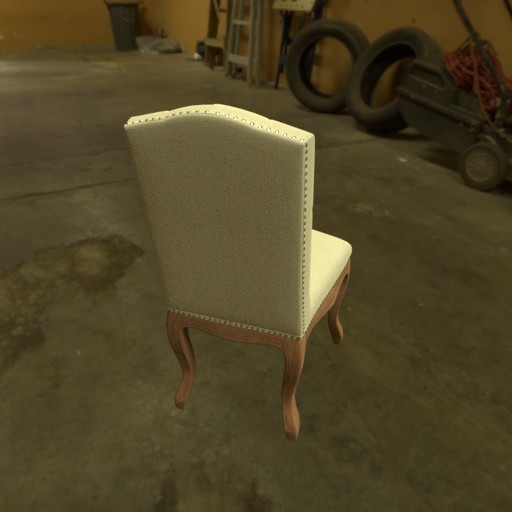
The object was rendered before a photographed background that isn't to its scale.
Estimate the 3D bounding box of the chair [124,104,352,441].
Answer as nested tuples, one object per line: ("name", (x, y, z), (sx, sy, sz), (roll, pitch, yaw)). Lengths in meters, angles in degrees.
("chair", (0.000, 0.000, 1.575), (0.623, 1.165, 0.715), (10, 32, 16))
